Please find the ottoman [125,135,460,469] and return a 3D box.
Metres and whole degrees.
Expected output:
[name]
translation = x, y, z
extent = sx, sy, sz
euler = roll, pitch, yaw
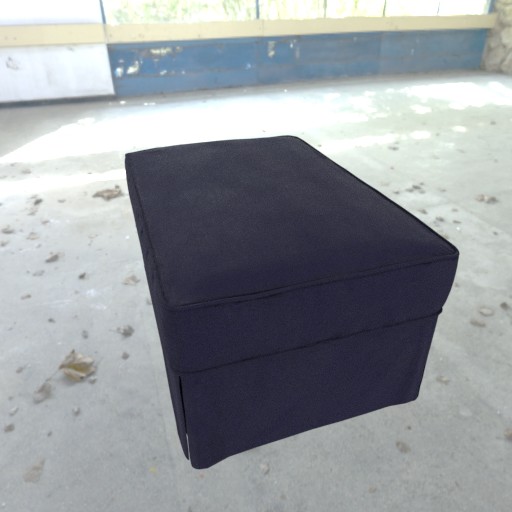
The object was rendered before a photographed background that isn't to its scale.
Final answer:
[ottoman]
translation = 0.000, 0.000, 1.287
extent = 0.637, 0.503, 0.938
euler = -10, 33, -16
